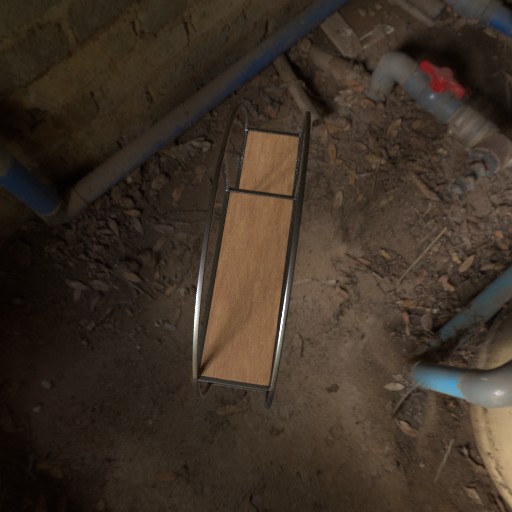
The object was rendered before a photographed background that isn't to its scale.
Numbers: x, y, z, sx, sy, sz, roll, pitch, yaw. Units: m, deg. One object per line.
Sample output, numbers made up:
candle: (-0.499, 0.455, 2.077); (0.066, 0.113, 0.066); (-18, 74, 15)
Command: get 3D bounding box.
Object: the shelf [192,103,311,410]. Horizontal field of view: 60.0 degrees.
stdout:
shelf: (0.000, 0.000, 1.384); (0.202, 0.888, 0.888); (8, 75, 2)
